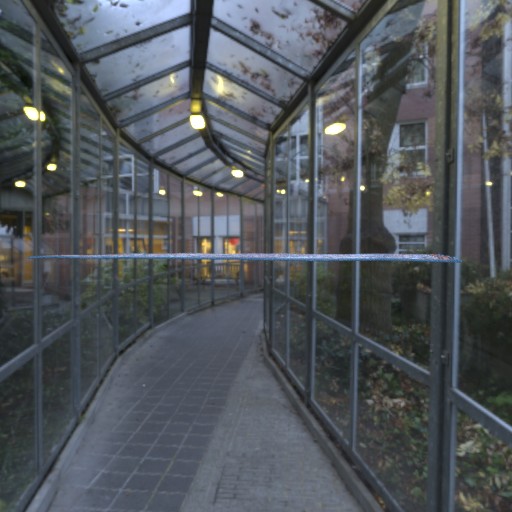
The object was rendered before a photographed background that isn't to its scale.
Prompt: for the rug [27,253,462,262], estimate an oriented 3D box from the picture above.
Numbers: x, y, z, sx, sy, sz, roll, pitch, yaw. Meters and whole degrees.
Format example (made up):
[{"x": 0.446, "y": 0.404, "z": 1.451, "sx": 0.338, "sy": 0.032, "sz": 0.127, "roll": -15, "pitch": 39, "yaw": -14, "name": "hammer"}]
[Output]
[{"x": 0.000, "y": 0.000, "z": 2.320, "sx": 1.847, "sy": 0.014, "sz": 1.195, "roll": 0, "pitch": 1, "yaw": 18, "name": "rug"}]
